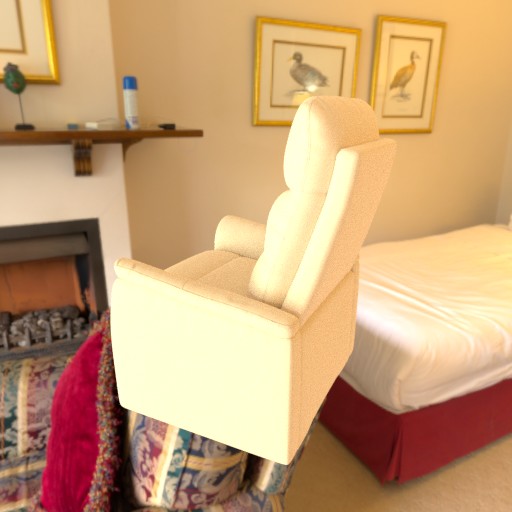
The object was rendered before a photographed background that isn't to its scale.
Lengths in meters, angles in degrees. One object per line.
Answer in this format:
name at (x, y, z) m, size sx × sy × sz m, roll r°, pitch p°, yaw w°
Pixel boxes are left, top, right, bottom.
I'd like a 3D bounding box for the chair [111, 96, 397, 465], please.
chair at (0.000, 0.000, 1.604) m, size 0.831 × 1.082 × 0.775 m, roll 9°, pitch 20°, yaw 25°
